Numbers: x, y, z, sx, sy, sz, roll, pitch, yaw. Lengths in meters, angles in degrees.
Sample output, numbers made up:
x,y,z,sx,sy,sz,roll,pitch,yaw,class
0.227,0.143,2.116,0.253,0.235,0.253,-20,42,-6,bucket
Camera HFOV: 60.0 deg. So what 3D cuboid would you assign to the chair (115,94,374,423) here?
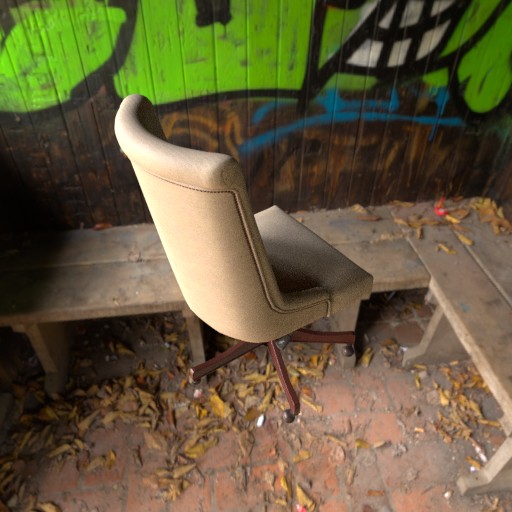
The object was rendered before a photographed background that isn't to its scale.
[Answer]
x,y,z,sx,sy,sz,roll,pitch,yaw,class
0.000,0.000,1.422,0.696,1.010,0.645,-25,46,-27,chair
